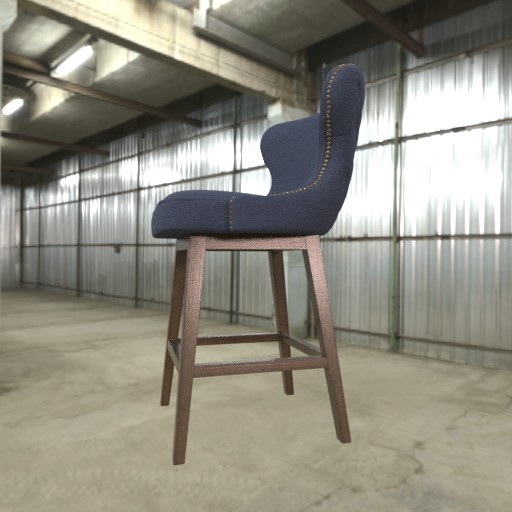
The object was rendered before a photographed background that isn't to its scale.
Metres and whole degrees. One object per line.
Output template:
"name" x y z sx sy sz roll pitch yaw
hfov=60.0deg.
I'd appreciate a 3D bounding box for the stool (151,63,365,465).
"stool" 0.000 0.000 1.316 0.597 0.972 0.615 0 0 -16
